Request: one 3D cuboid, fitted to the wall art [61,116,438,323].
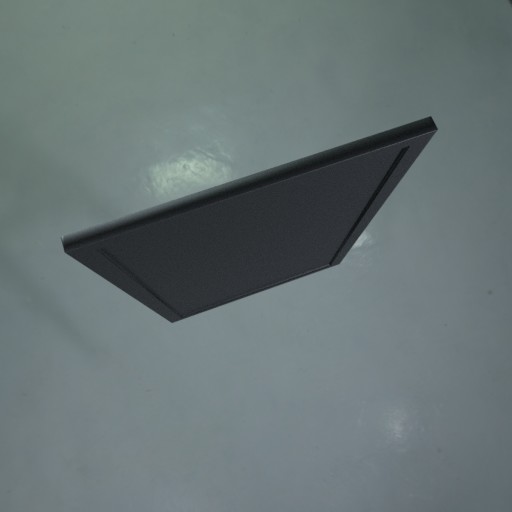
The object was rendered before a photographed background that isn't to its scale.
[{"bbox_3d":[0.000,0.000,0.548,0.303,0.431,0.013,-19,75,-5],"label":"wall art"}]
